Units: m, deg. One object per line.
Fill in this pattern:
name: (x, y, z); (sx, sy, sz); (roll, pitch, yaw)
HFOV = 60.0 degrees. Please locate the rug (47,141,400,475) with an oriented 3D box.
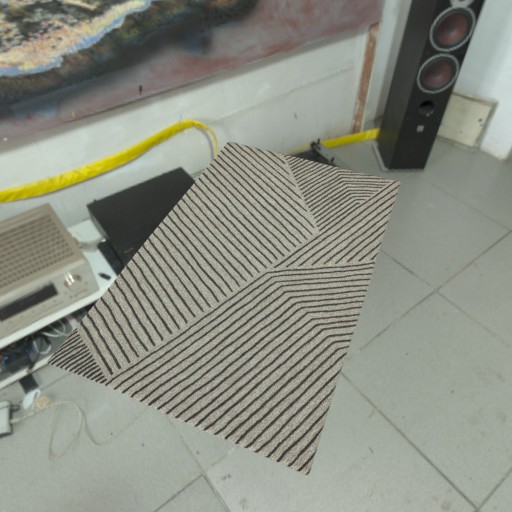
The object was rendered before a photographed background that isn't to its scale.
rug: (0.000, 0.000, 3.027); (1.539, 0.023, 2.406); (17, 49, 15)
